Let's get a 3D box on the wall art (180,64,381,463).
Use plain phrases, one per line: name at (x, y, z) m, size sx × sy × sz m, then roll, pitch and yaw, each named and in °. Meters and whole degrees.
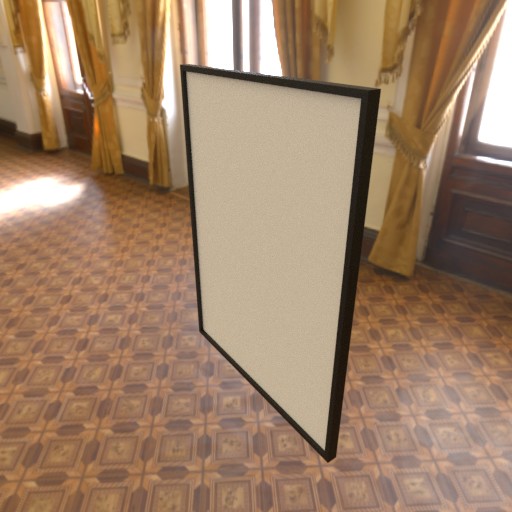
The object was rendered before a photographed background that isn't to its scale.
wall art at (0.000, 0.000, 1.401) m, size 0.036 × 1.070 × 0.802 m, roll -18°, pitch 32°, yaw -31°
